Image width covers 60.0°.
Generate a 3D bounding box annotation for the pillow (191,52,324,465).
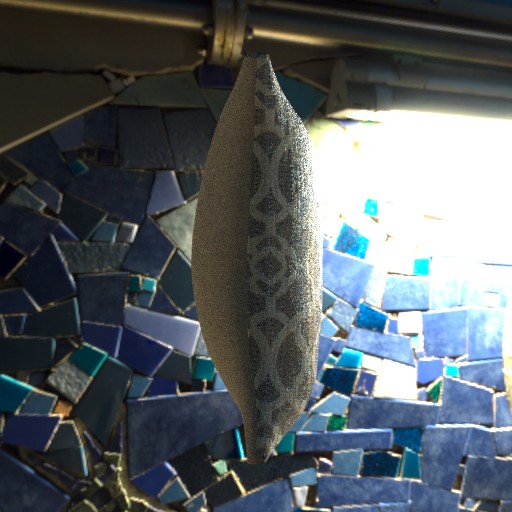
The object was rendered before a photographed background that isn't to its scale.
[{"bbox_3d":[0.000,0.000,0.777,0.215,0.498,0.508,0,0,0],"label":"pillow"}]
